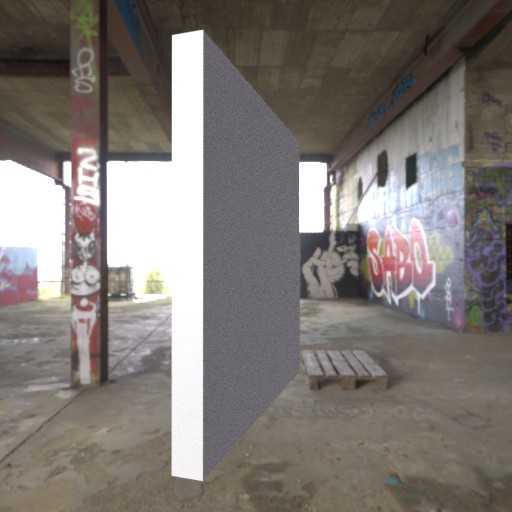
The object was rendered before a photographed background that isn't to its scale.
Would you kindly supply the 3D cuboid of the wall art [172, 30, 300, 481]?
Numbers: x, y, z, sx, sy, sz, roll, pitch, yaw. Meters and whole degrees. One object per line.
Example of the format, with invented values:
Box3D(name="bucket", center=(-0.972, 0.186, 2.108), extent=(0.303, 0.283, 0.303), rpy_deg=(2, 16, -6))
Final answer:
Box3D(name="wall art", center=(0.000, 0.000, 0.521), extent=(0.027, 0.355, 0.355), rpy_deg=(0, 0, 18))
